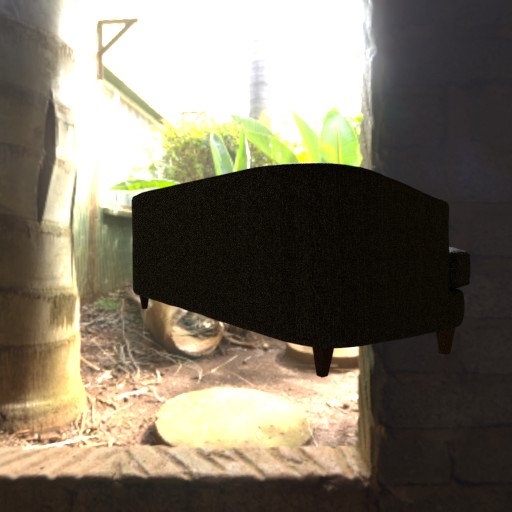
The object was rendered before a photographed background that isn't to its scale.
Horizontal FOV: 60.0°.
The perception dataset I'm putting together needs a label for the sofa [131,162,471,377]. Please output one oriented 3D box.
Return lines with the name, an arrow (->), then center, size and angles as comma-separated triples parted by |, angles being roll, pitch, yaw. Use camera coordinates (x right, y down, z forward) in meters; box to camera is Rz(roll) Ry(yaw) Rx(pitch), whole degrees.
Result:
sofa -> 0.000, 0.000, 2.730 | 0.941, 0.855, 2.278 | -2, 3, -35
